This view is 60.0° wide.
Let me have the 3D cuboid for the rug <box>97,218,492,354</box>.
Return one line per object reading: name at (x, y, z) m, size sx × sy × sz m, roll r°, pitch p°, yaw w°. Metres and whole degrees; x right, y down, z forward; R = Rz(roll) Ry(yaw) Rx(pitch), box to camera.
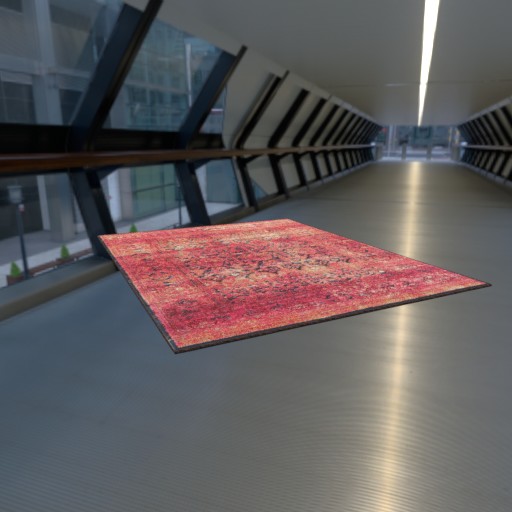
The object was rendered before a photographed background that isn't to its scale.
rug at (0.000, 0.000, 4.072) m, size 2.411 × 0.020 × 3.032 m, roll -7°, pitch 17°, yaw -25°
